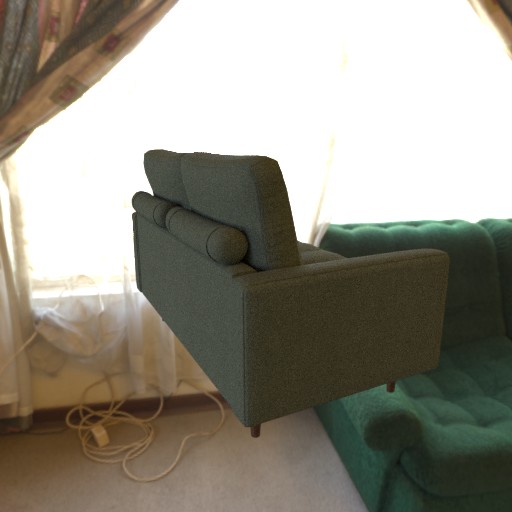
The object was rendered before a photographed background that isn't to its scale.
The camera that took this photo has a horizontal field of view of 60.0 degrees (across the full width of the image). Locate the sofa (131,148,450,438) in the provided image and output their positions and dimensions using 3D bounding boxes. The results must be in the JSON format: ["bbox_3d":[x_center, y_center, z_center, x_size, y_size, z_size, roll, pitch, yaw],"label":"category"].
[{"bbox_3d":[0.000,0.000,1.954,0.842,0.907,1.407,-7,16,-26],"label":"sofa"}]
